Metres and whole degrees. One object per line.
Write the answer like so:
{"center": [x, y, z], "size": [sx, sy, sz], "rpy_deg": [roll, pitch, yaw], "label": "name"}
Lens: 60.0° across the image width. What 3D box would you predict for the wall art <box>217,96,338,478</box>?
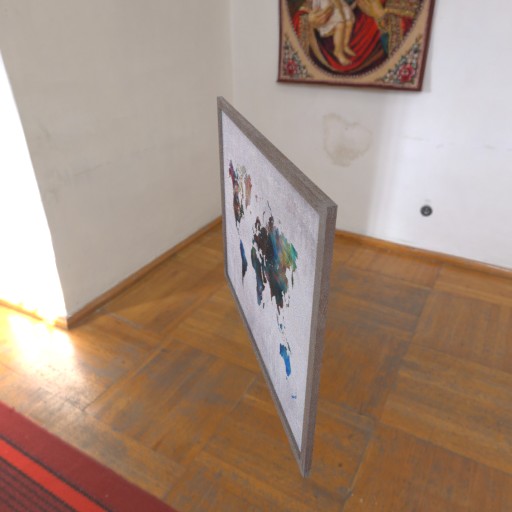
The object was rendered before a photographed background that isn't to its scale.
{"center": [0.000, 0.000, 1.388], "size": [0.019, 0.774, 1.012], "rpy_deg": [-8, 31, -13], "label": "wall art"}
